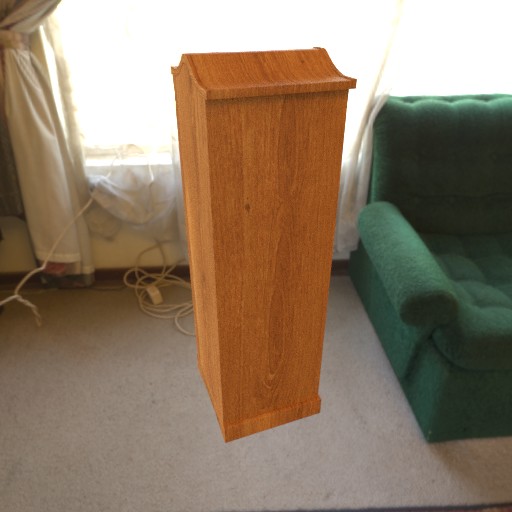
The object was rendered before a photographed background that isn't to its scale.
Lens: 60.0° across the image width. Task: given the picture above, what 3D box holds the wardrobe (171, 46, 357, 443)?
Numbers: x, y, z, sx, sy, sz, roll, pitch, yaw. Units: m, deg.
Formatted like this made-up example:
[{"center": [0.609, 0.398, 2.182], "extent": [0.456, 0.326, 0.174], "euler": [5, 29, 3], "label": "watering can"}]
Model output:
[{"center": [0.000, 0.000, 2.204], "extent": [0.570, 1.870, 0.590], "euler": [-11, 32, -18], "label": "wardrobe"}]
